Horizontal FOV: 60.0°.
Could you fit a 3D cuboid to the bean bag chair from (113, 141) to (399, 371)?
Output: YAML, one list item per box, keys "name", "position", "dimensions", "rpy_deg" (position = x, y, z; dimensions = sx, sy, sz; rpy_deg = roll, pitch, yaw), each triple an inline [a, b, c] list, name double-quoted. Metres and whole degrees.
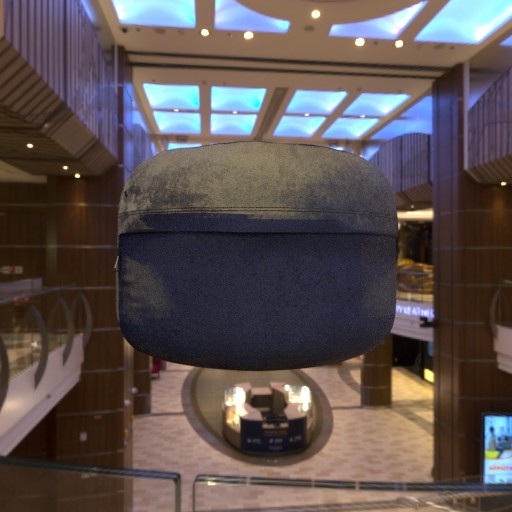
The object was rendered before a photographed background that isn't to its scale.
- name: "bean bag chair"
  position: [0.000, 0.000, 1.500]
  dimensions: [0.918, 0.605, 0.918]
  rpy_deg: [0, 0, 0]
